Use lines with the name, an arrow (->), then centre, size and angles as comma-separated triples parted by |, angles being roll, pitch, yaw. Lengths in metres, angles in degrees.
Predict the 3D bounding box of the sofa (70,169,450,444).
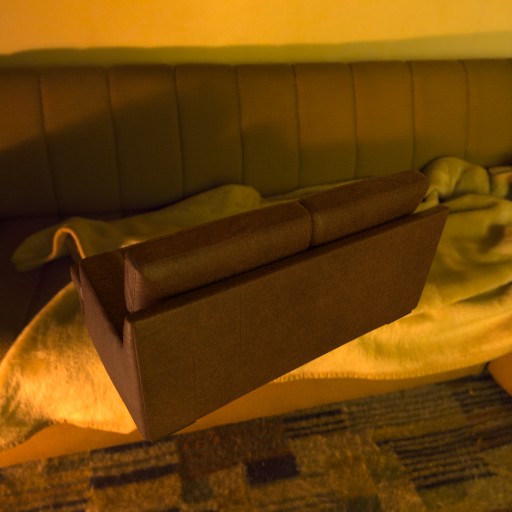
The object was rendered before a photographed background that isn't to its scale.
sofa -> 0.000, 0.000, 2.520 | 1.880, 0.939, 1.143 | -18, 35, -28
